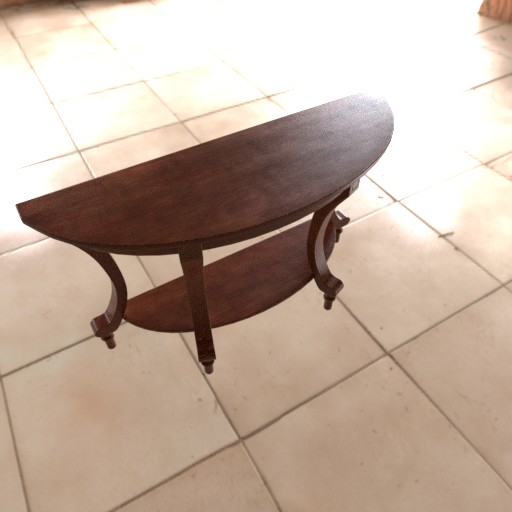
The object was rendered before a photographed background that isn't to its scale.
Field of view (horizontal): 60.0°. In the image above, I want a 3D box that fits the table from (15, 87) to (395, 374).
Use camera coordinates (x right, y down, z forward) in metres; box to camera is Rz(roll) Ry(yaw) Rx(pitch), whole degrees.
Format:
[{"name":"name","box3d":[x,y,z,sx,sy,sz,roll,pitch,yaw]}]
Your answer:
[{"name":"table","box3d":[0.000,0.000,1.480,1.198,0.699,0.394,-24,52,-21]}]
